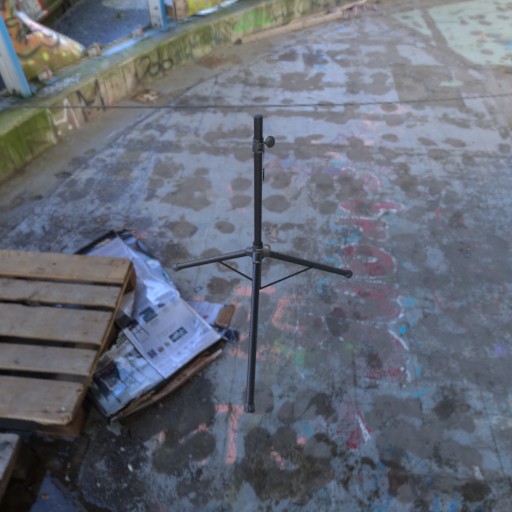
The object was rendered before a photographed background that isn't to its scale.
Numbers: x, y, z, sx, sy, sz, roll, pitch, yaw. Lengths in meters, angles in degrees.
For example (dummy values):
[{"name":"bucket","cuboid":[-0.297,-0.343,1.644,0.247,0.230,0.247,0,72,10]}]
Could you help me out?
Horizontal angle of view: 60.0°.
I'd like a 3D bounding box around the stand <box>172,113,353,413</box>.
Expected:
[{"name":"stand","cuboid":[0.000,0.000,1.896,1.045,1.136,0.907,3,46,3]}]
